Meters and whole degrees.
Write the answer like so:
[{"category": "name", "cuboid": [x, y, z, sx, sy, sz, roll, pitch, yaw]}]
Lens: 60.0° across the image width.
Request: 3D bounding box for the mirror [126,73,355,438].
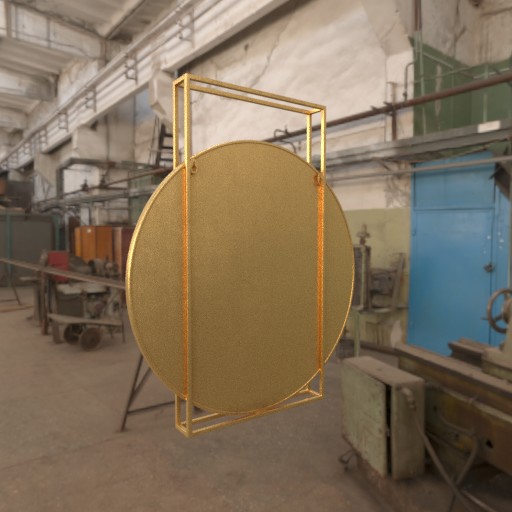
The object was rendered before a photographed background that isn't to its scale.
[{"category": "mirror", "cuboid": [0.000, 0.000, 0.843, 0.508, 0.603, 0.051, -2, 3, -35]}]
